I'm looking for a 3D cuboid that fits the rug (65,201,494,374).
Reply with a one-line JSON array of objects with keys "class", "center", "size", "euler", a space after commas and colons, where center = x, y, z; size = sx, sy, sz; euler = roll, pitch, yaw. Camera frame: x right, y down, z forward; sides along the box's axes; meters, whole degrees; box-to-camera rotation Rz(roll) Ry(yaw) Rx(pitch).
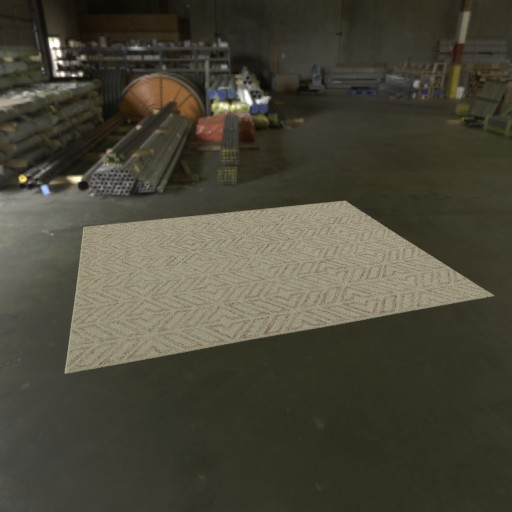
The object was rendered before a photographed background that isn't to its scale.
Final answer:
[{"class": "rug", "center": [0.000, 0.000, 4.007], "size": [3.045, 0.008, 2.421], "euler": [-7, 26, -15]}]
